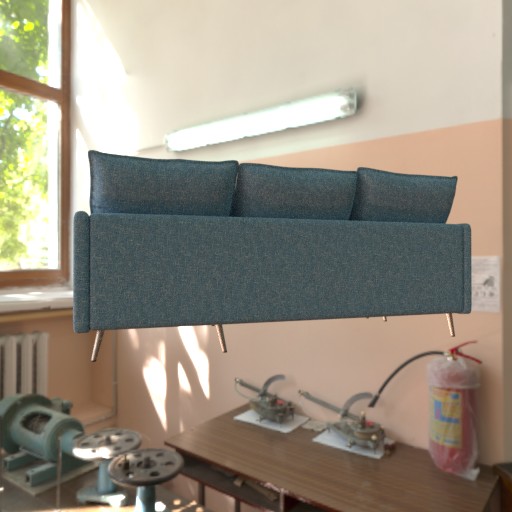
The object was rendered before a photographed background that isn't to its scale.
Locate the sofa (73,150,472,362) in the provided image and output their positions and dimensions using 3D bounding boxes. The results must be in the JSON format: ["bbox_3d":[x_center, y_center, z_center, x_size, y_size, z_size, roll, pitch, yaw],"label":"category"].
[{"bbox_3d":[0.000,0.000,2.777,2.034,0.899,1.420,0,0,-19],"label":"sofa"}]
